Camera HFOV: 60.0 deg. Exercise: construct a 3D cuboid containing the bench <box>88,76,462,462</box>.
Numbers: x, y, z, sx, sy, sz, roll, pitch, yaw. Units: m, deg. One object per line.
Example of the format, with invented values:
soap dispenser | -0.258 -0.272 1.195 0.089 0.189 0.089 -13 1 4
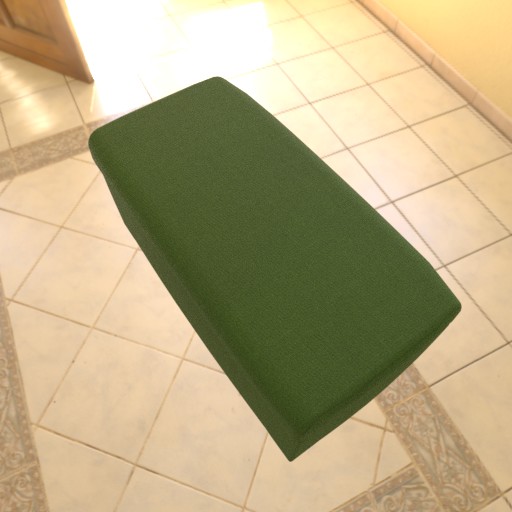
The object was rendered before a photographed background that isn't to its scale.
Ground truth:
bench | 0.000 0.000 1.289 0.505 0.501 0.989 -32 64 -18
